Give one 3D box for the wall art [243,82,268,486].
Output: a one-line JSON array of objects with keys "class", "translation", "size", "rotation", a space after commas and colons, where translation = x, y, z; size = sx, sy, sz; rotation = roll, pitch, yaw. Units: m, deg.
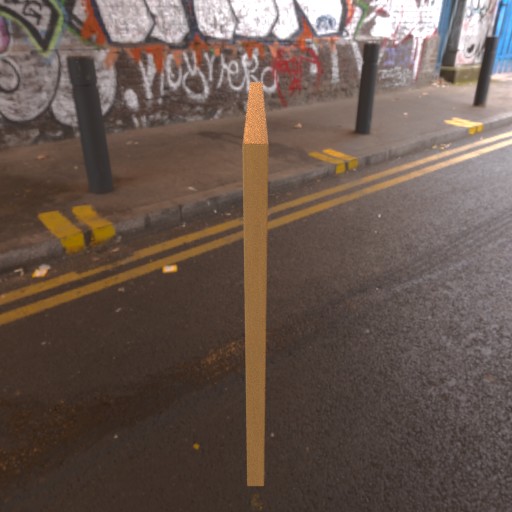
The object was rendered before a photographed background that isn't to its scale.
[{"class": "wall art", "translation": [0.000, 0.000, 1.152], "size": [0.037, 0.763, 0.763], "rotation": [0, 28, 0]}]
